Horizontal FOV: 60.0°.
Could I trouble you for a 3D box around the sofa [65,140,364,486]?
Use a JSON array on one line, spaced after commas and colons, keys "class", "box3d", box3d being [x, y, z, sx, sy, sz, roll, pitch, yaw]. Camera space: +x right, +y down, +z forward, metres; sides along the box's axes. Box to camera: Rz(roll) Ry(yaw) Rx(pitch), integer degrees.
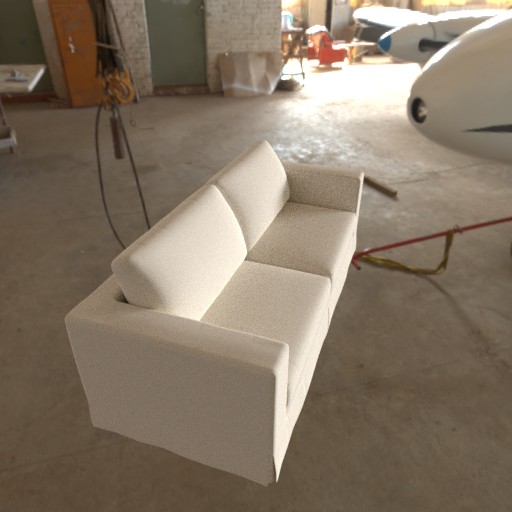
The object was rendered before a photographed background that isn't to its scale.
[{"class": "sofa", "box3d": [0.000, 0.000, 2.659, 0.954, 0.881, 2.163, 11, 33, 17]}]
